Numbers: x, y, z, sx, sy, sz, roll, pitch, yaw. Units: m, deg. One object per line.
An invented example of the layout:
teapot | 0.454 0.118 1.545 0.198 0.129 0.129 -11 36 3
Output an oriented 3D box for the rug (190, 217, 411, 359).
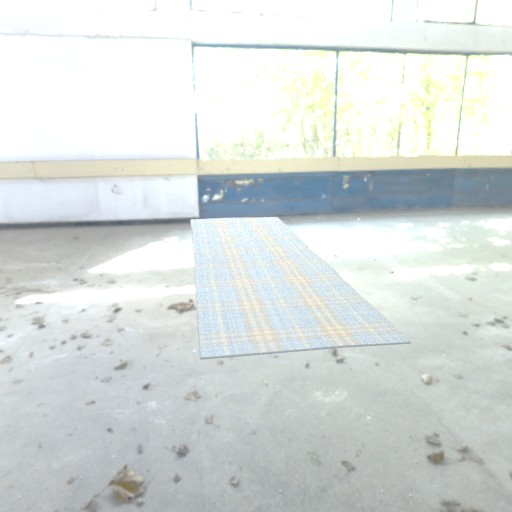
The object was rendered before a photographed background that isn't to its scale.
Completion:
rug | 0.000 0.000 2.711 0.762 0.013 2.439 -2 16 -9
